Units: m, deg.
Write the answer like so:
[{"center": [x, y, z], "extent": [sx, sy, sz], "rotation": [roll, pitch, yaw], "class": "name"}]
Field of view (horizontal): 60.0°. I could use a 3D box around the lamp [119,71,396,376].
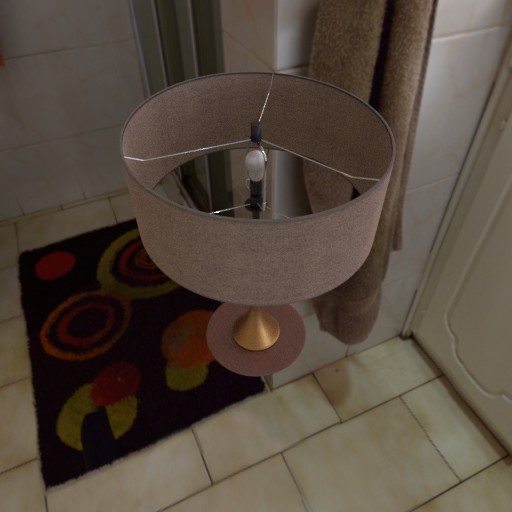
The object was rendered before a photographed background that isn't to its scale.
[{"center": [0.000, 0.000, 0.843], "extent": [0.396, 0.551, 0.417], "rotation": [-16, 48, -16], "class": "lamp"}]
